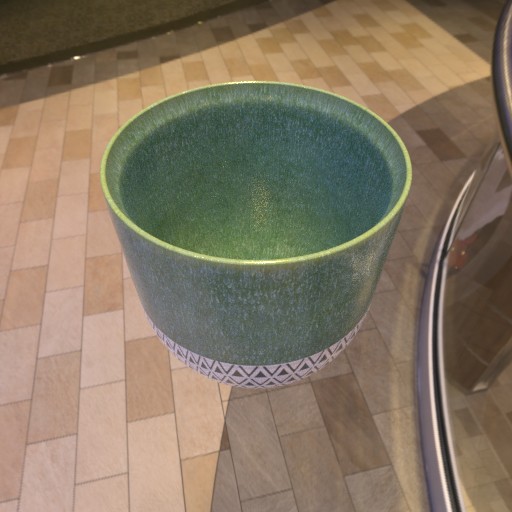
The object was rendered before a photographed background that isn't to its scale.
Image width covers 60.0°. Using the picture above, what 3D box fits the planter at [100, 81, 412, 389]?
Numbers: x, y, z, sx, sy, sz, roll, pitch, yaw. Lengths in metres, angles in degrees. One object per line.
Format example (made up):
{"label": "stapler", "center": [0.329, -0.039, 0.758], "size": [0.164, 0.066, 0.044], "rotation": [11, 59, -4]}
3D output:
{"label": "planter", "center": [0.000, 0.000, 0.485], "size": [0.266, 0.270, 0.266], "rotation": [0, 47, 0]}
